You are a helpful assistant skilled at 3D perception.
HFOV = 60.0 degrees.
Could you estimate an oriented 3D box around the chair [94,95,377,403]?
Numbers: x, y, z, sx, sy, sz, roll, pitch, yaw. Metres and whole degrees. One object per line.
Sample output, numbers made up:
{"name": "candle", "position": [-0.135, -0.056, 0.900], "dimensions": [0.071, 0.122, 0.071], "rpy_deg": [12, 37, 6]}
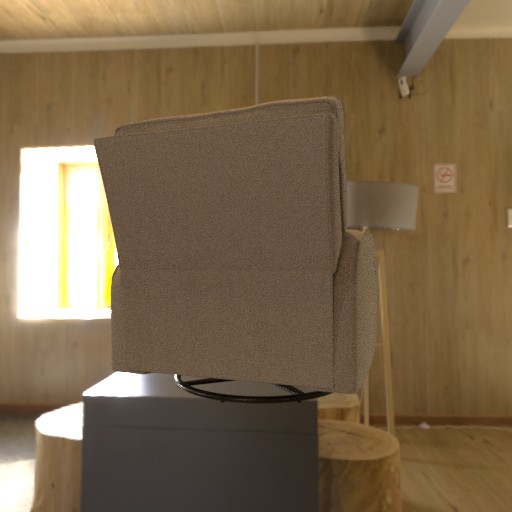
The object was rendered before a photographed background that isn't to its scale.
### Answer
{"name": "chair", "position": [0.000, 0.000, 1.700], "dimensions": [0.861, 0.964, 0.969], "rpy_deg": [0, -1, 19]}
